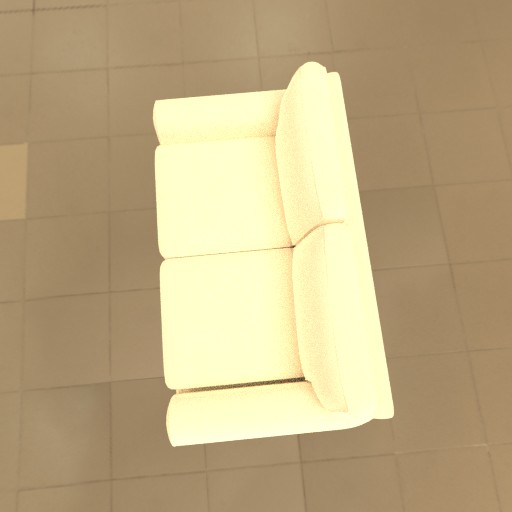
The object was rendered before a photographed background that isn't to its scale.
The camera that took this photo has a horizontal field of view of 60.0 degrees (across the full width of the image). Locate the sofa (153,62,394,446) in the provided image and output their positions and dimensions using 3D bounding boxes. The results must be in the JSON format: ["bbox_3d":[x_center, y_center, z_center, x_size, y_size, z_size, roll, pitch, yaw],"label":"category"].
[{"bbox_3d":[0.000,0.000,2.305,0.991,0.940,1.727,-5,76,-1],"label":"sofa"}]
